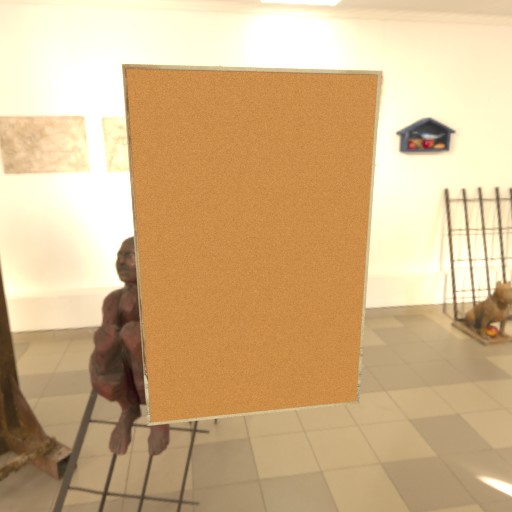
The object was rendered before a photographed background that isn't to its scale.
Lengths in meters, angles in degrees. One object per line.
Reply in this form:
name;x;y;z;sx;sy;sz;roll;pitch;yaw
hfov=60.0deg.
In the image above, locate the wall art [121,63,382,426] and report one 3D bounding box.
wall art;0.000;0.000;0.773;0.403;0.607;0.036;-3;15;-10
